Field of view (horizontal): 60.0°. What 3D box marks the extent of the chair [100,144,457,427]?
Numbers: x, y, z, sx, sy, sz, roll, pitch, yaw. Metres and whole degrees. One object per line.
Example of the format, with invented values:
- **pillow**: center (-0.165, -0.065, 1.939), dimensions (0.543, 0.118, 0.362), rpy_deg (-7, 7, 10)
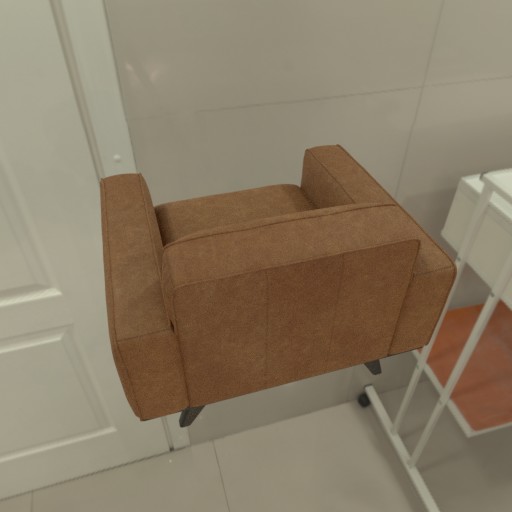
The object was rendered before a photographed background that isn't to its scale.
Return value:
- **chair**: center (0.000, 0.000, 1.743), dimensions (1.118, 0.782, 0.952), rpy_deg (-11, 41, -13)
